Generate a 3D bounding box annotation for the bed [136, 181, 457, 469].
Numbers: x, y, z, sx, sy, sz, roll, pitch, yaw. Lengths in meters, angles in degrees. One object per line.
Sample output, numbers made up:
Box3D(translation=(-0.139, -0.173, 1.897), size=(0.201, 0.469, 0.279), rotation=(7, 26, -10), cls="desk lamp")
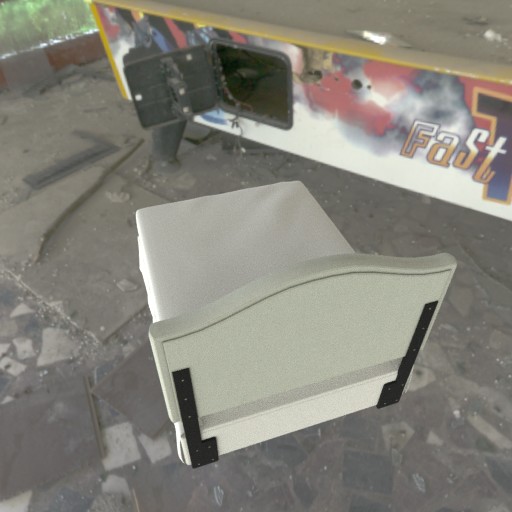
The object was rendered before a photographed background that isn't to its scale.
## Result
Box3D(translation=(0.000, 0.000, 3.458), size=(1.813, 1.607, 2.180), rotation=(-12, 43, -14), cls="bed")
